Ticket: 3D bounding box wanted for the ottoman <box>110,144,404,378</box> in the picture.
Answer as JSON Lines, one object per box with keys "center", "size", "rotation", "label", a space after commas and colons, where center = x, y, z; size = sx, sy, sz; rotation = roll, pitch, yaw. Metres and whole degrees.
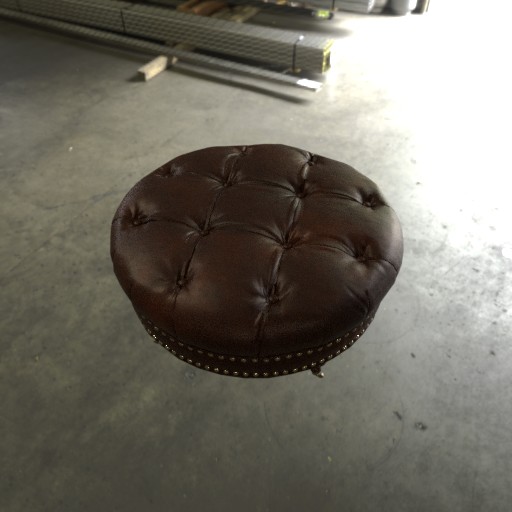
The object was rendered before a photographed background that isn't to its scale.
{"center": [0.000, 0.000, 1.480], "size": [0.901, 0.455, 0.901], "rotation": [0, 45, 0], "label": "ottoman"}
